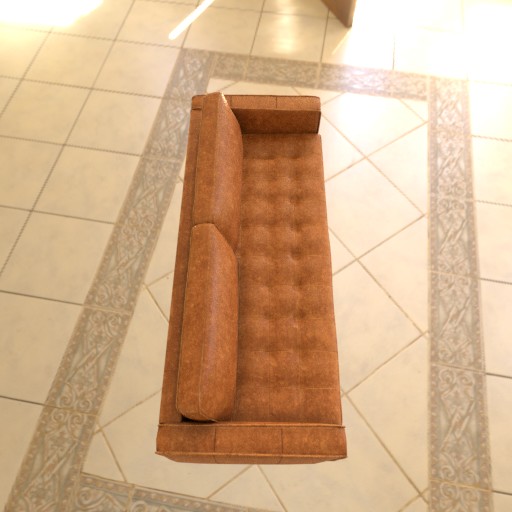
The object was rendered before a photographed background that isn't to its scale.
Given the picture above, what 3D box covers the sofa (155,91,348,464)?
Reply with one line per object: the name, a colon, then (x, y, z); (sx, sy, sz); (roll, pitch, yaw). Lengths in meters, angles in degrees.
sofa: (0.000, 0.000, 2.593); (0.886, 0.779, 2.199); (1, 63, 0)
